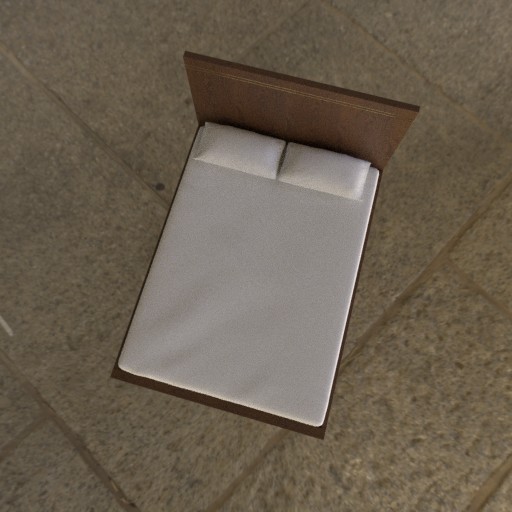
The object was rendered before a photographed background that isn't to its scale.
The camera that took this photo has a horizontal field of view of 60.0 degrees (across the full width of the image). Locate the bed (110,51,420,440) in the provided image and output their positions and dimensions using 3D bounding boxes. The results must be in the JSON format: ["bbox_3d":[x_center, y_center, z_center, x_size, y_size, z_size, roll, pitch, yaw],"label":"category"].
[{"bbox_3d":[0.000,0.000,3.234,1.613,1.169,2.221,15,75,4],"label":"bed"}]
